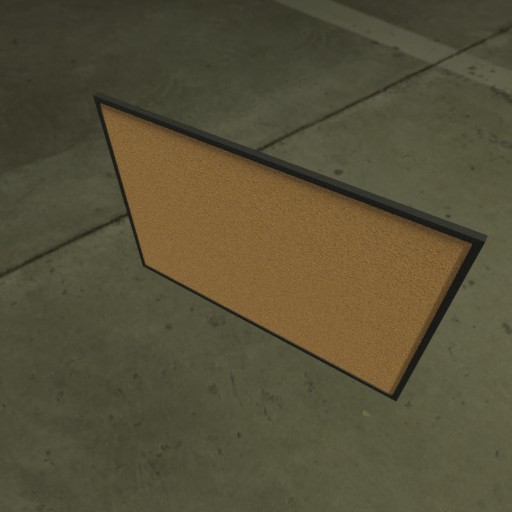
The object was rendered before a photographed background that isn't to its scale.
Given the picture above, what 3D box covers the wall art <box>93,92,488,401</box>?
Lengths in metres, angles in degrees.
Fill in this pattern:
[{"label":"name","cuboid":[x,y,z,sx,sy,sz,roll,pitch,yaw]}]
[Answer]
[{"label":"wall art","cuboid":[0.000,0.000,0.829,0.664,0.458,0.013,25,53,21]}]
